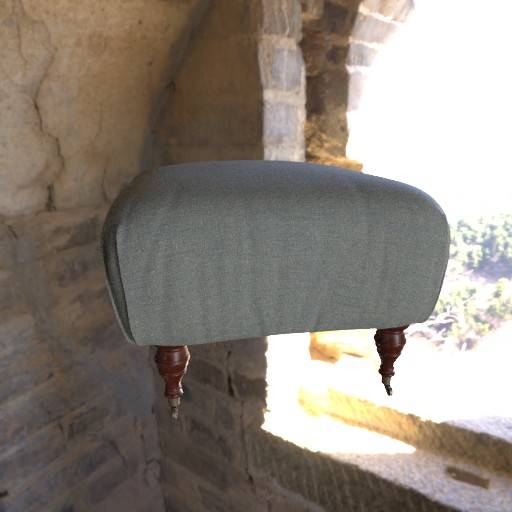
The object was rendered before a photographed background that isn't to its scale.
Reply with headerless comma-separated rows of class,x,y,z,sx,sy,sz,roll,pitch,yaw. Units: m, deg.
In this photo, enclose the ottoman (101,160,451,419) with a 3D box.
ottoman,0.000,0.000,1.090,0.622,0.450,0.747,-3,16,-9
